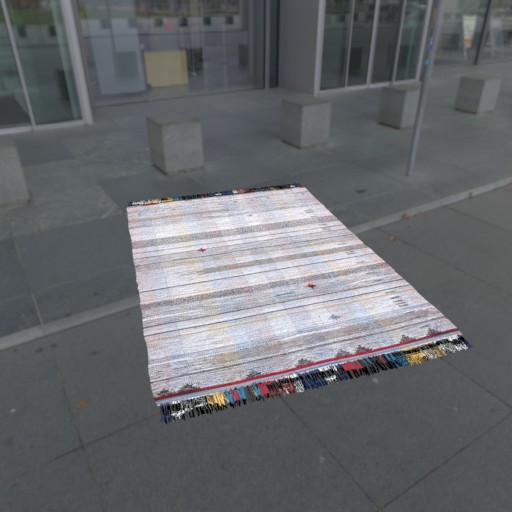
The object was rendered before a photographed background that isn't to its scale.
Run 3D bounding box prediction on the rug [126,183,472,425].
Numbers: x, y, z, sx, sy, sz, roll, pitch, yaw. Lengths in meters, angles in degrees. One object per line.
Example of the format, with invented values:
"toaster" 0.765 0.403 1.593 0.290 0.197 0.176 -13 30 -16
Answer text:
"rug" 0.000 0.000 2.276 1.217 0.012 1.848 -9 31 -15
